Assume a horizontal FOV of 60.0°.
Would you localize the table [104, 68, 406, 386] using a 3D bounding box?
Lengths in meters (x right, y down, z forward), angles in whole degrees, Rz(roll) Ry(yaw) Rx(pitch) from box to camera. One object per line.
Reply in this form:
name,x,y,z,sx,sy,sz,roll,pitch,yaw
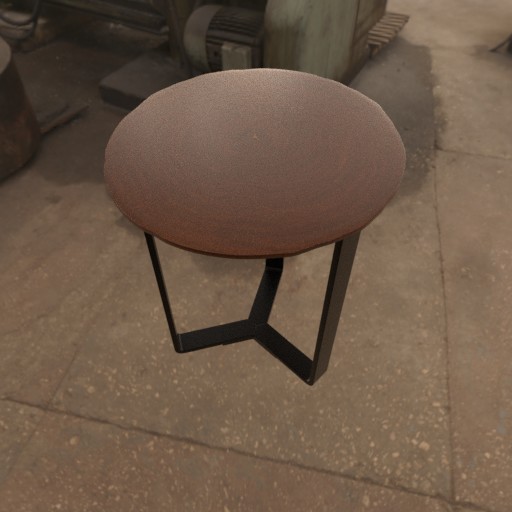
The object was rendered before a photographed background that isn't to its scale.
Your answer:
table,0.000,0.000,0.743,0.380,0.450,0.410,11,49,10
